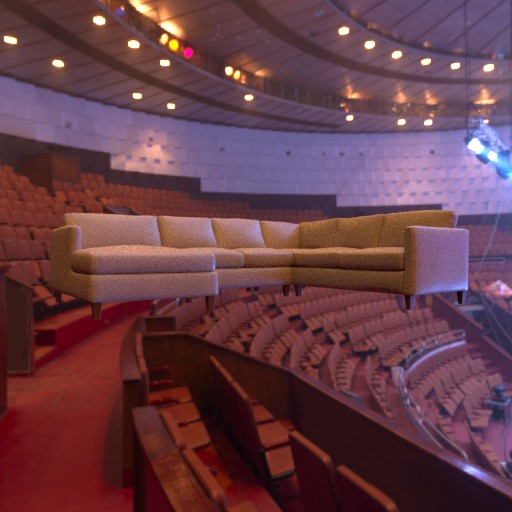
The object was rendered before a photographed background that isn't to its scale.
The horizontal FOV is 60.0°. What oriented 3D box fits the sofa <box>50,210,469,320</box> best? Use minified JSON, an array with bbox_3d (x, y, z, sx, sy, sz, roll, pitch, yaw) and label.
[{"bbox_3d":[0.000,0.000,4.506,3.460,0.961,2.594,0,0,-34],"label":"sofa"}]
